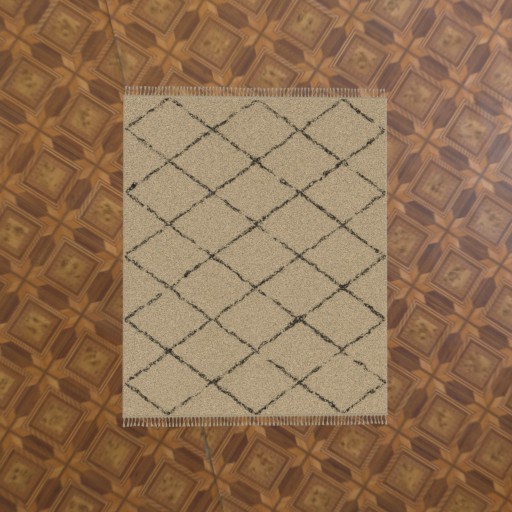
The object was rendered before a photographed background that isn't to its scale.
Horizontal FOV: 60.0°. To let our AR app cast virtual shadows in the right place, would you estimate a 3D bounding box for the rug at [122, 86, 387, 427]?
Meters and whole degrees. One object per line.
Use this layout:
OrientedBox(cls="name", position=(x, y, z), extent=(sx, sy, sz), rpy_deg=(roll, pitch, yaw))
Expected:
OrientedBox(cls="rug", position=(0.000, 0.000, 3.992), extent=(2.380, 0.013, 3.051), rpy_deg=(0, 90, -2))
